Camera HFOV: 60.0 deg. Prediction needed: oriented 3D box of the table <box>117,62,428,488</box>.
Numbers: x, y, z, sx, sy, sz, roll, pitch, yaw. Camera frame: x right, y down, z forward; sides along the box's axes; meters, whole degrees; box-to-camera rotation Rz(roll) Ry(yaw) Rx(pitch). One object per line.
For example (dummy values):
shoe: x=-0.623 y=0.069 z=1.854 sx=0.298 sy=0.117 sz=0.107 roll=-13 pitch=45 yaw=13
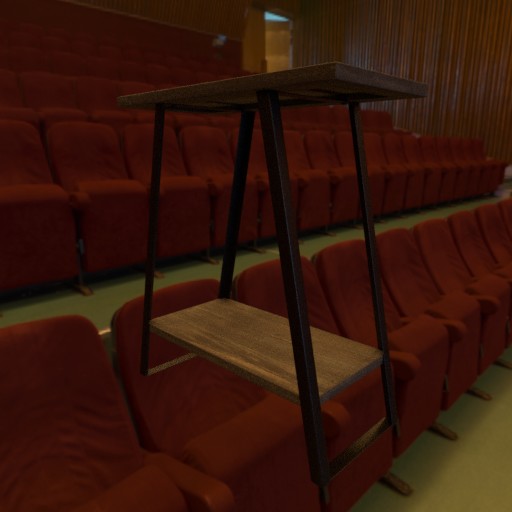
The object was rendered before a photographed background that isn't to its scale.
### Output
table: x=0.000 y=0.000 z=0.999 sx=0.599 sy=0.701 sz=0.300 roll=13 pitch=18 yaw=43
